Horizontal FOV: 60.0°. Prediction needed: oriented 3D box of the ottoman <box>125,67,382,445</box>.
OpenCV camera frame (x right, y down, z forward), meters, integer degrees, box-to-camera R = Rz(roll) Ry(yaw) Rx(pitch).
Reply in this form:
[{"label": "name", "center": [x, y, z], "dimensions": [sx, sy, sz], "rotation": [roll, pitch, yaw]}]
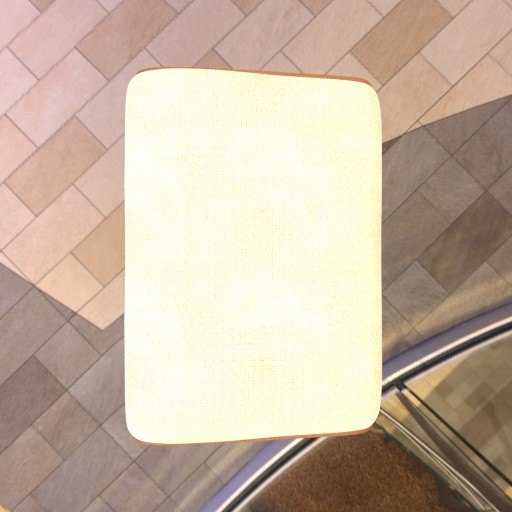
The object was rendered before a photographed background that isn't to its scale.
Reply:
[{"label": "ottoman", "center": [0.000, 0.000, 0.775], "dimensions": [0.394, 0.391, 0.520], "rotation": [0, 90, 1]}]
